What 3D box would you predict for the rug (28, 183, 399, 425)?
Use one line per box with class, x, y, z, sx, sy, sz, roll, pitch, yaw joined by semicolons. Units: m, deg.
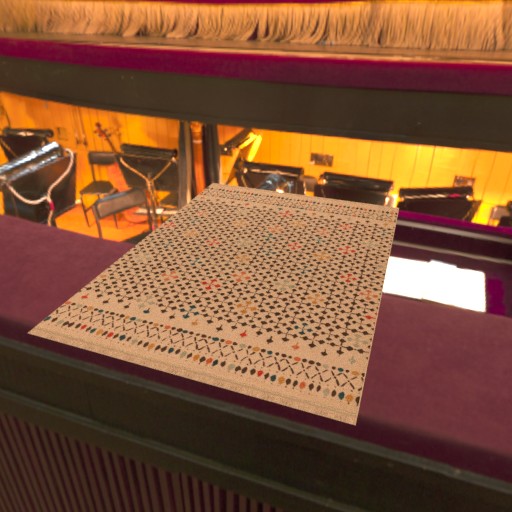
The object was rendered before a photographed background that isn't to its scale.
rug;0.000;0.000;2.022;1.146;0.006;1.556;10;32;17
